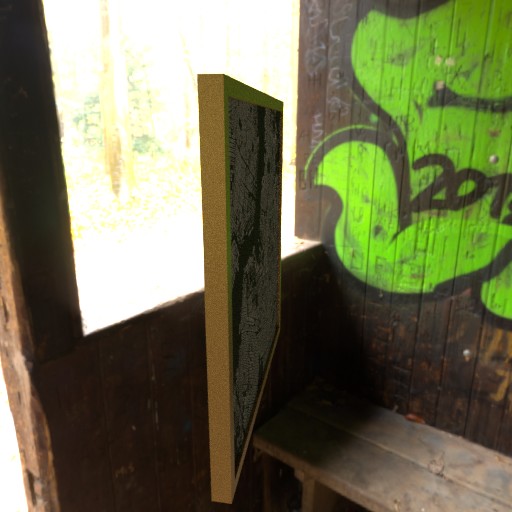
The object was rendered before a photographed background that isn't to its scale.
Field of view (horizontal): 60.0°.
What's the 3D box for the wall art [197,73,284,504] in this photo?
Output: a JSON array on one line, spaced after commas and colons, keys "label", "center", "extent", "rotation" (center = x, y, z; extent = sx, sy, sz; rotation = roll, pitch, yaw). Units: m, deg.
[{"label": "wall art", "center": [0.000, 0.000, 2.783], "extent": [0.099, 1.926, 1.926], "rotation": [3, 16, 10]}]
